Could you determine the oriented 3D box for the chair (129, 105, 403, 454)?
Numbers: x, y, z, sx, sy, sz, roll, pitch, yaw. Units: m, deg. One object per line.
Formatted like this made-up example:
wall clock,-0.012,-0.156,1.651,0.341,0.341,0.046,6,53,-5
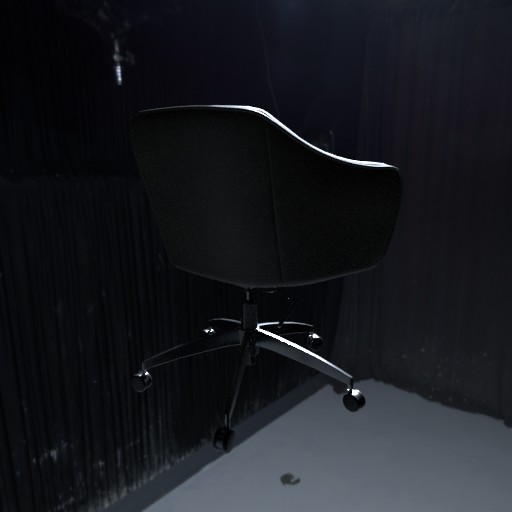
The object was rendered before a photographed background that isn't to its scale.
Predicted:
chair,0.000,0.000,1.362,0.713,0.827,0.689,12,18,42
